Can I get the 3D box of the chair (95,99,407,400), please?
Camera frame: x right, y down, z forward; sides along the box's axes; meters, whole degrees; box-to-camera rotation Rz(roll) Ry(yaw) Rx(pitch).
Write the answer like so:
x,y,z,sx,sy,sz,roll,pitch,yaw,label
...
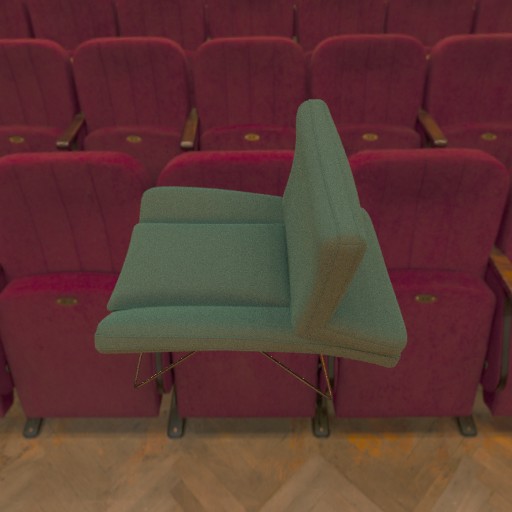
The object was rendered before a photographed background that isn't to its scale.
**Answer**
x,y,z,sx,sy,sz,roll,pitch,yaw,label
0.000,0.000,1.640,1.008,0.855,0.859,0,42,0,chair
